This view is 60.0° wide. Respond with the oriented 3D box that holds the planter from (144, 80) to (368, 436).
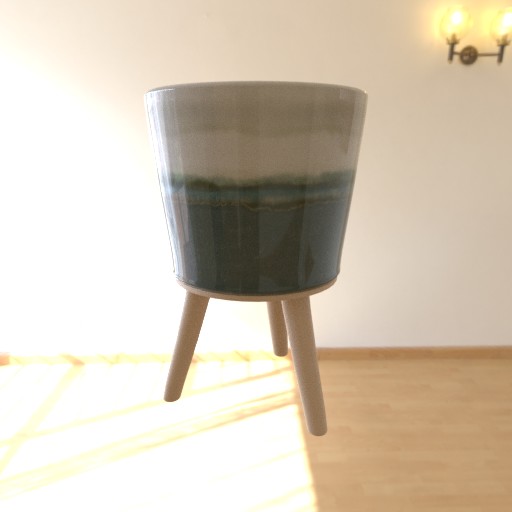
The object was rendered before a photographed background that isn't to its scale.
[{"bbox_3d":[0.000,0.000,0.480,0.217,0.331,0.217,-7,16,-26],"label":"planter"}]
